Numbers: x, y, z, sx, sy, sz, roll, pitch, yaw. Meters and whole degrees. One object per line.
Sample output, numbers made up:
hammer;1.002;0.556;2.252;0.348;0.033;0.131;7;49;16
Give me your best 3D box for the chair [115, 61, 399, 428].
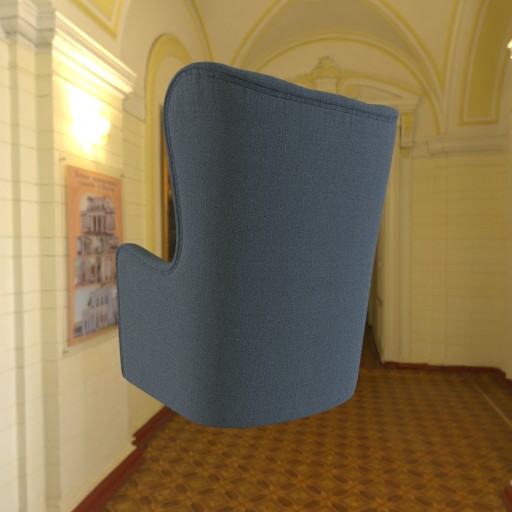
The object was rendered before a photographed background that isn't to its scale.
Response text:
chair;0.000;0.000;1.660;0.831;1.079;0.930;-1;2;-34
